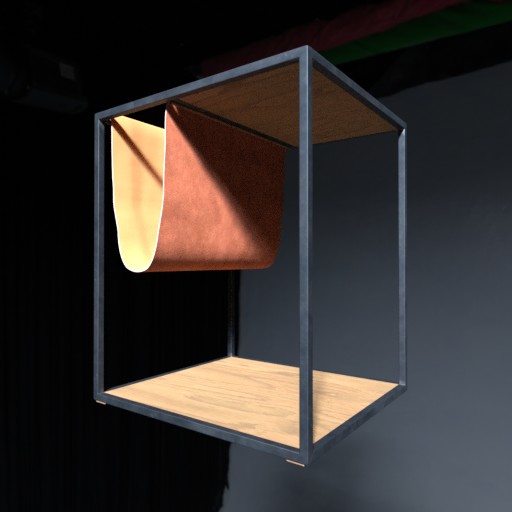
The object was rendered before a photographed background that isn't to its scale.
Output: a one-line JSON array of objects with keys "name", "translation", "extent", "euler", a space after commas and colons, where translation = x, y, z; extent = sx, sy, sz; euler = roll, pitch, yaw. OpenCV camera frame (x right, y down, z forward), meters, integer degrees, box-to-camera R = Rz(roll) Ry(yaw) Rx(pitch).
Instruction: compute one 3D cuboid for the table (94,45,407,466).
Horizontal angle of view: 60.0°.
[{"name": "table", "translation": [0.000, 0.000, 0.849], "extent": [0.450, 0.536, 0.399], "euler": [0, -1, 36]}]
